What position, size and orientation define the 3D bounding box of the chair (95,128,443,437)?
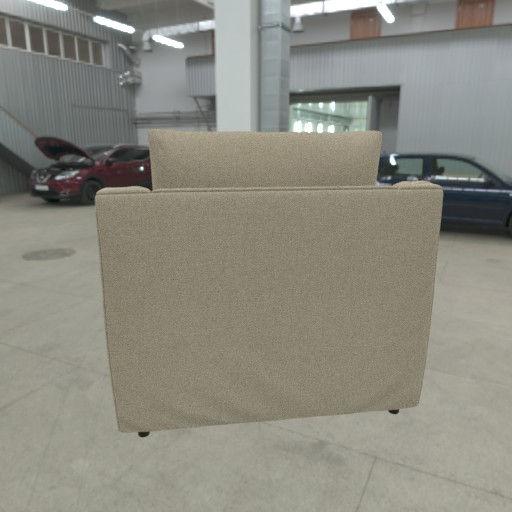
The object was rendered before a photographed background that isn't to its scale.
[{"bbox_3d":[0.000,0.000,2.025,1.194,1.093,1.071,-2,14,-8],"label":"chair"}]
